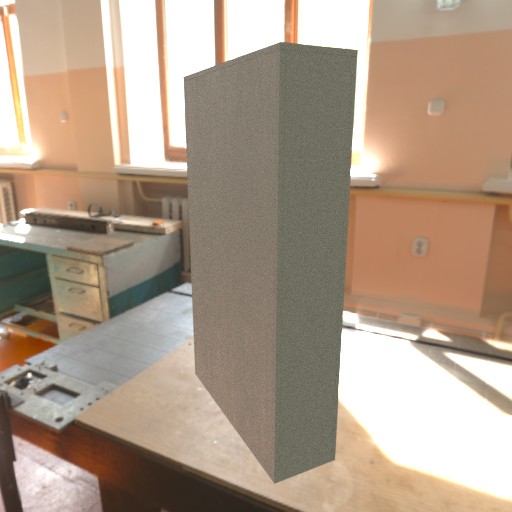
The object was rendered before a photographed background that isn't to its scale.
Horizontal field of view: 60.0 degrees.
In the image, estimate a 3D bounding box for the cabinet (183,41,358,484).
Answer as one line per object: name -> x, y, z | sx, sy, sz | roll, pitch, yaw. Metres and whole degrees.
cabinet -> 0.000, 0.000, 1.609 | 0.250, 1.280, 0.750 | -8, 17, -26
